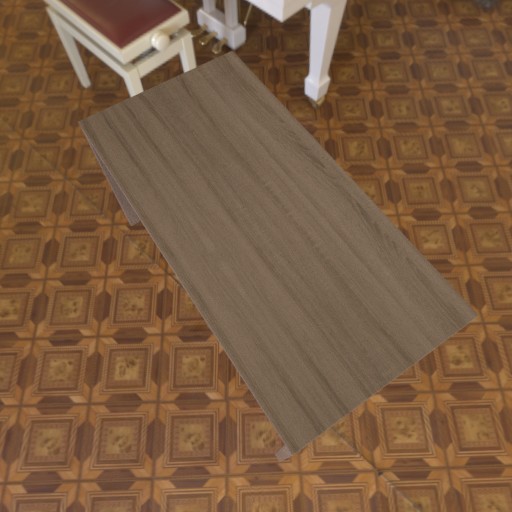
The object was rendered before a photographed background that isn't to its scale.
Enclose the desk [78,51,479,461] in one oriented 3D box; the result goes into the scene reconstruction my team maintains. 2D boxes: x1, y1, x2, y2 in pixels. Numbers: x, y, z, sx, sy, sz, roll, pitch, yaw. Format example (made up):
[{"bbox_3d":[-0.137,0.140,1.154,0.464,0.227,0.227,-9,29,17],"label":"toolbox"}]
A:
[{"bbox_3d":[0.000,0.000,1.834,0.690,0.745,1.380,-31,68,-14],"label":"desk"}]
